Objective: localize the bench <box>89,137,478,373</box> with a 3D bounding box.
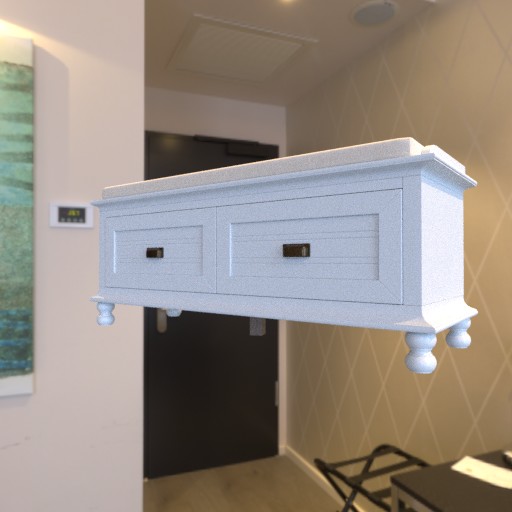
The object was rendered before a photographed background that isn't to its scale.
[{"bbox_3d":[0.000,0.000,1.384,1.185,0.486,0.402,0,-1,37],"label":"bench"}]
